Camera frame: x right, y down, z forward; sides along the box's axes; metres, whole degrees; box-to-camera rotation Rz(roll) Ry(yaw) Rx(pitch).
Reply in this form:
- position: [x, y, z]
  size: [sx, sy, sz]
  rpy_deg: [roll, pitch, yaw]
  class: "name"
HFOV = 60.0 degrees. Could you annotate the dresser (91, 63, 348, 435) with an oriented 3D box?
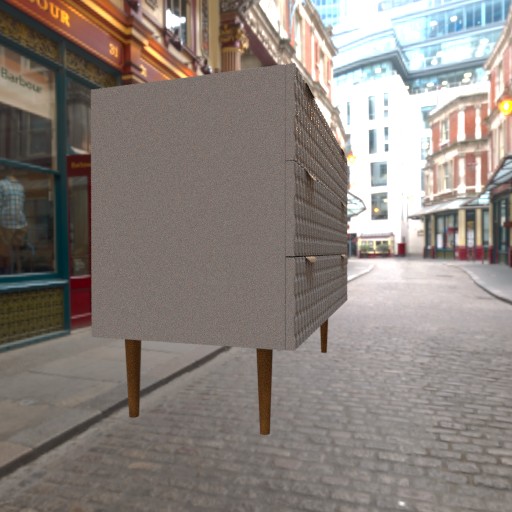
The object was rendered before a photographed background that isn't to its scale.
- position: [0.000, 0.000, 1.318]
  size: [0.457, 0.721, 0.905]
  rpy_deg: [0, 1, 18]
  class: "dresser"
